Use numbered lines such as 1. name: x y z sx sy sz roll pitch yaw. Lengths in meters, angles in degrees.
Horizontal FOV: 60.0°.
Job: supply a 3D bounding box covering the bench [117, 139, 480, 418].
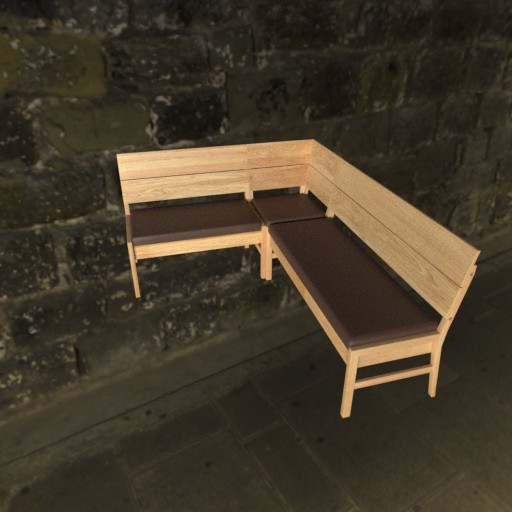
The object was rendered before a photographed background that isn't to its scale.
1. bench: 0.000 0.000 2.810 1.549 0.890 1.975 -8 31 -14
